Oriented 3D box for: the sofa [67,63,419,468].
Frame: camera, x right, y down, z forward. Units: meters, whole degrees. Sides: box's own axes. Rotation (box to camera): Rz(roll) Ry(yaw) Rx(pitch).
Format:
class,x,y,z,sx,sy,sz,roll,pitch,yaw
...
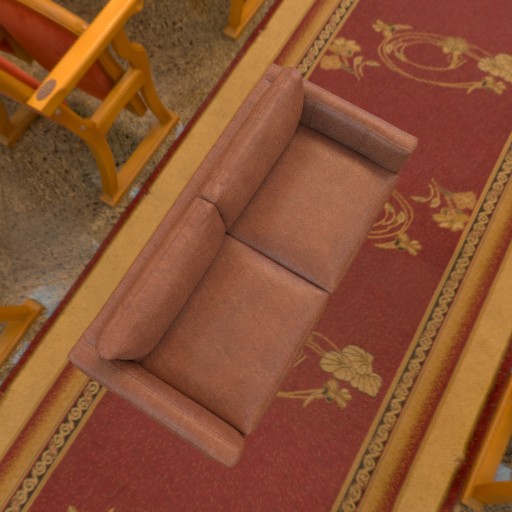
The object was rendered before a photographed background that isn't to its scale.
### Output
class,x,y,z,sx,sy,sz,roll,pitch,yaw
sofa,0.000,0.000,2.281,0.899,0.883,1.797,30,77,7
